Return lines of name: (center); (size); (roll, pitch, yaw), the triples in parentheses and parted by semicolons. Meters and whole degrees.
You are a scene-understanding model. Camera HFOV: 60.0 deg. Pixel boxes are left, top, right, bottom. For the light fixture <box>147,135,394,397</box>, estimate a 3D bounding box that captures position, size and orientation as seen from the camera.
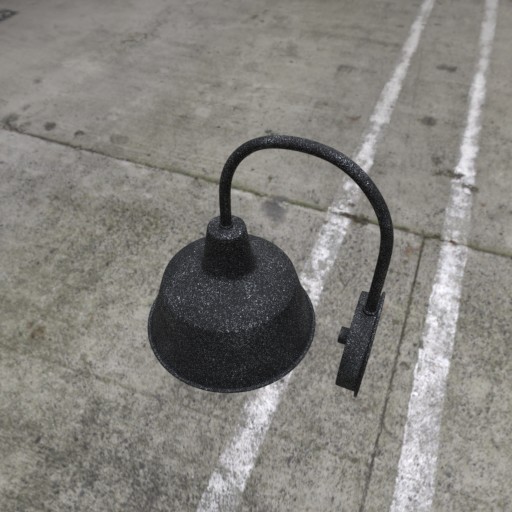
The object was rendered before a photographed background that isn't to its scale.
light fixture: (0.000, 0.000, 0.480); (0.283, 0.300, 0.216); (16, 47, 16)
